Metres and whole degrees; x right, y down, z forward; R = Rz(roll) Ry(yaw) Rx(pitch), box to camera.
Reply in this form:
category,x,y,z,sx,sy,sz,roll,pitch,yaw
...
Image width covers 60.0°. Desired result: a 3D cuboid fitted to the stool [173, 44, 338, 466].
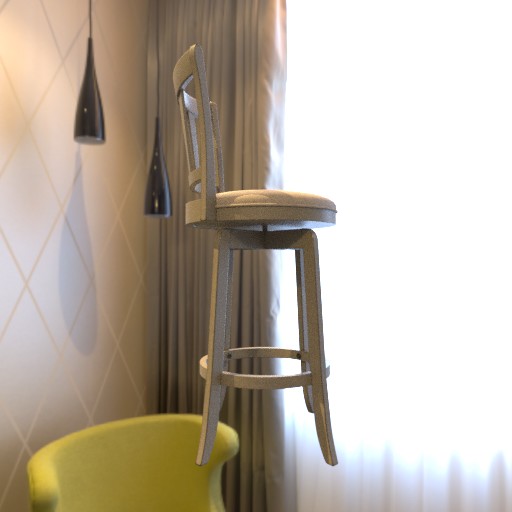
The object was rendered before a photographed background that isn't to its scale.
category,x,y,z,sx,sy,sz,roll,pitch,yaw
stool,0.000,0.000,1.297,0.475,1.042,0.436,0,0,0
